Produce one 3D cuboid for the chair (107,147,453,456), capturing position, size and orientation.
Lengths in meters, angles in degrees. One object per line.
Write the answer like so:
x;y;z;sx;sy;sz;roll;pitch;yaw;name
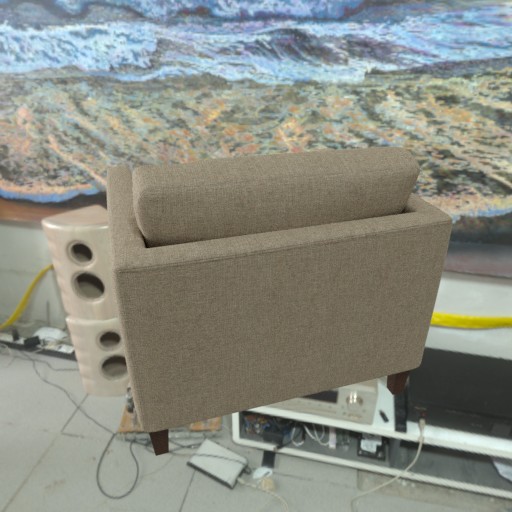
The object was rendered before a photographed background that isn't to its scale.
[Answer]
0.000;0.000;1.826;1.107;0.987;0.959;-9;30;-15;chair
